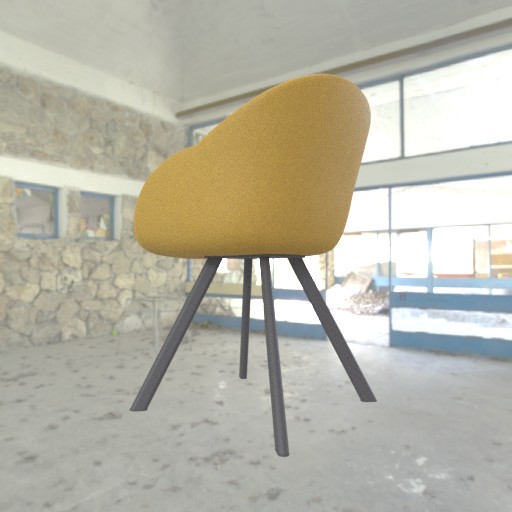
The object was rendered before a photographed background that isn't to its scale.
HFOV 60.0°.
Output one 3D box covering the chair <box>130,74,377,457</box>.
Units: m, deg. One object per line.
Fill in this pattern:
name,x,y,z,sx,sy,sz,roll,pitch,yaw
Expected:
chair,0.000,0.000,1.193,0.583,0.793,0.551,-1,-2,37
